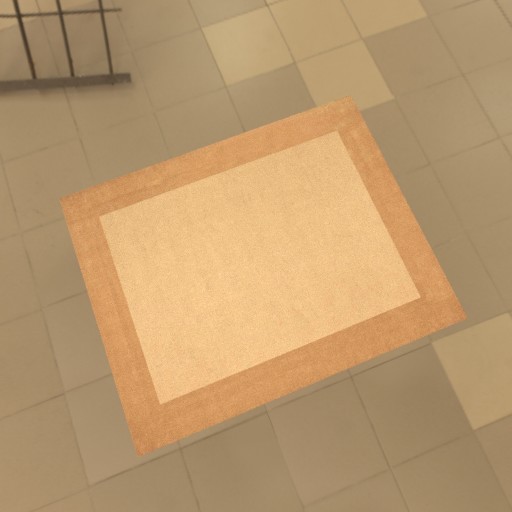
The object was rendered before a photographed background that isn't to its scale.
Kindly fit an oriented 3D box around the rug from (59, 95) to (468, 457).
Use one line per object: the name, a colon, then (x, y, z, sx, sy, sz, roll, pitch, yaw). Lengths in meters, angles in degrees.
rug: (0.000, 0.000, 4.055, 3.048, 0.014, 2.438, -21, 76, -6)
